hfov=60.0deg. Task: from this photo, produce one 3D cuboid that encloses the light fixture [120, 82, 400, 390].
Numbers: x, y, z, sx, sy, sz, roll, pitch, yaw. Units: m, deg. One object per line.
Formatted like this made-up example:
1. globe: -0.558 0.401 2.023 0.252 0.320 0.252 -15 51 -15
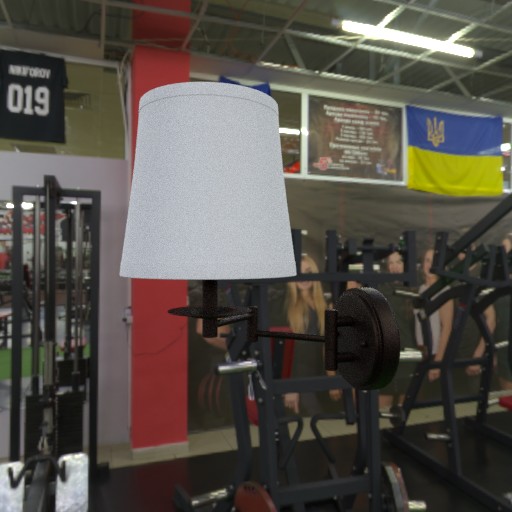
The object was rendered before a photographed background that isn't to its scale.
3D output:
1. light fixture: 0.000 0.000 0.266 0.157 0.172 0.100 0 0 -17
